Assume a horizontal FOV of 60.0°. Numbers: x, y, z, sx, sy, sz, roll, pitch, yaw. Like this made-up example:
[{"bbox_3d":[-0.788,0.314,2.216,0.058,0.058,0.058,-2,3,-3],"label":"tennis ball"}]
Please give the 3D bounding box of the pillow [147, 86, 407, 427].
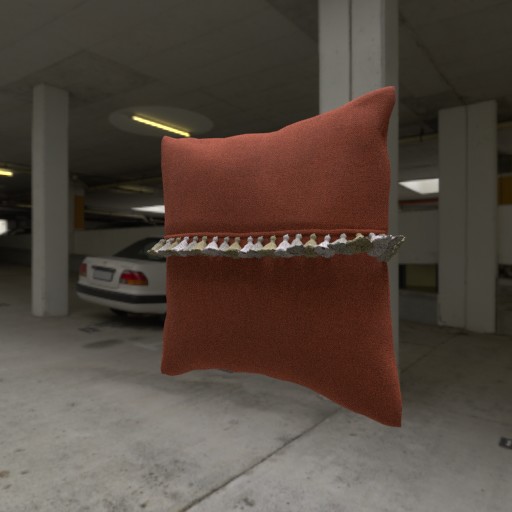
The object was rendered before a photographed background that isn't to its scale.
[{"bbox_3d":[0.000,0.000,0.742,0.490,0.482,0.165,0,0,35],"label":"pillow"}]
